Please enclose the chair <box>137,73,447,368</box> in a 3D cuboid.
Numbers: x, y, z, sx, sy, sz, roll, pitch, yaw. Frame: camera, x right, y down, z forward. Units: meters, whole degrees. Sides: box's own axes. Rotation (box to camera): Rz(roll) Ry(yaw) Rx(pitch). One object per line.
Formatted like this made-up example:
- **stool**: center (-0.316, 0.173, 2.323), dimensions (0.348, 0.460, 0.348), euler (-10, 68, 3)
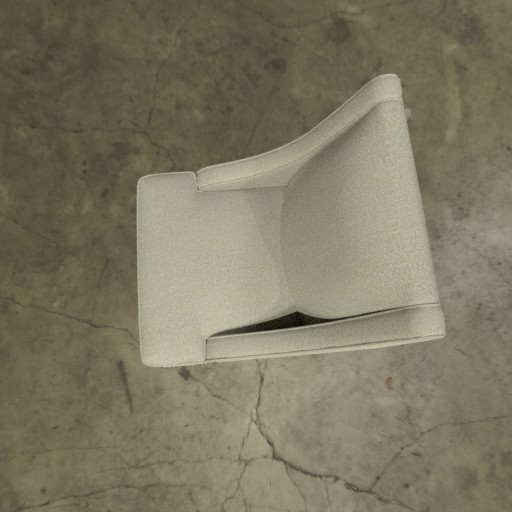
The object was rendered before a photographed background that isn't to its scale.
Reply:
- **chair**: center (0.000, 0.000, 1.379), dimensions (0.748, 0.872, 0.628), euler (-5, 76, -1)
